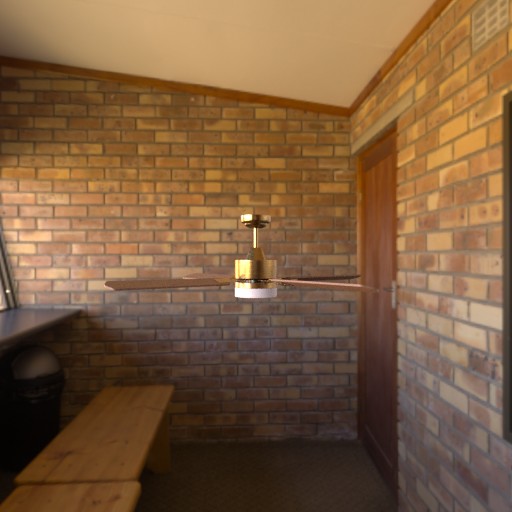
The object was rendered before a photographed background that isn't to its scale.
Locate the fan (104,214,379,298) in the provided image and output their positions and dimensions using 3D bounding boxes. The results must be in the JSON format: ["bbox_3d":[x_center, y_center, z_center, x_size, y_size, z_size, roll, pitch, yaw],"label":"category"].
[{"bbox_3d":[0.000,0.000,1.960,1.320,0.355,1.320,0,0,-35],"label":"fan"}]
